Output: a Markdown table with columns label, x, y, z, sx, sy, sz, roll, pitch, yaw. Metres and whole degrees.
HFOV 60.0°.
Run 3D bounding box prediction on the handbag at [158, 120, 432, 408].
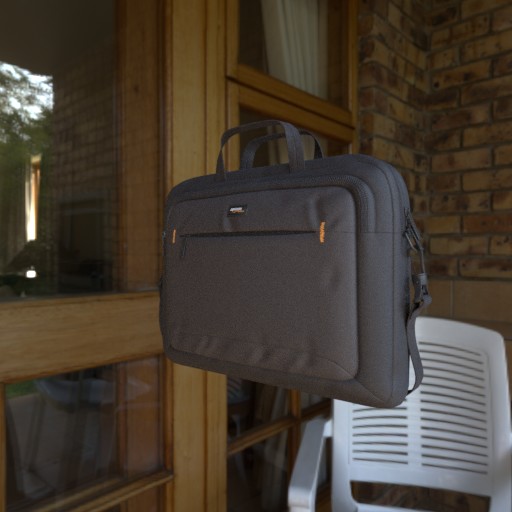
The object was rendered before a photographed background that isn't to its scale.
| label | x | y | z | sx | sy | sz | roll | pitch | yaw |
| --- | --- | --- | --- | --- | --- | --- | --- | --- | --- |
| handbag | 0.000 | 0.000 | 0.430 | 0.320 | 0.244 | 0.089 | 0 | 1 | 37 |
